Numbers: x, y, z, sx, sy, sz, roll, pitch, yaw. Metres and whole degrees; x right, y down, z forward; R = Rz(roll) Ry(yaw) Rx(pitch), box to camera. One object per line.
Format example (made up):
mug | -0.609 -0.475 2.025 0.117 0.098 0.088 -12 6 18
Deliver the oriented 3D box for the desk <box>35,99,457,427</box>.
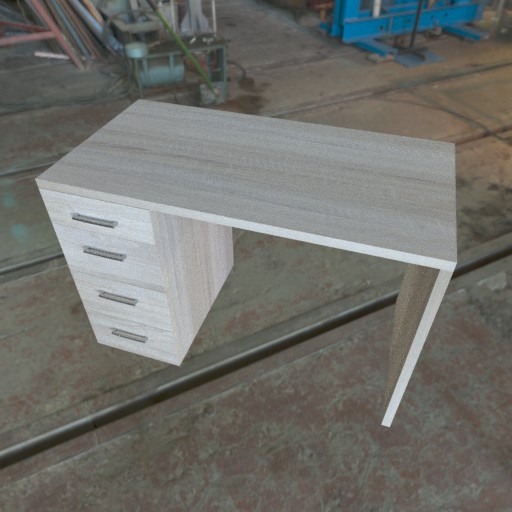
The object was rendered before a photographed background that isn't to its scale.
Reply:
desk | 0.000 0.000 1.530 1.100 0.731 0.600 12 43 13
